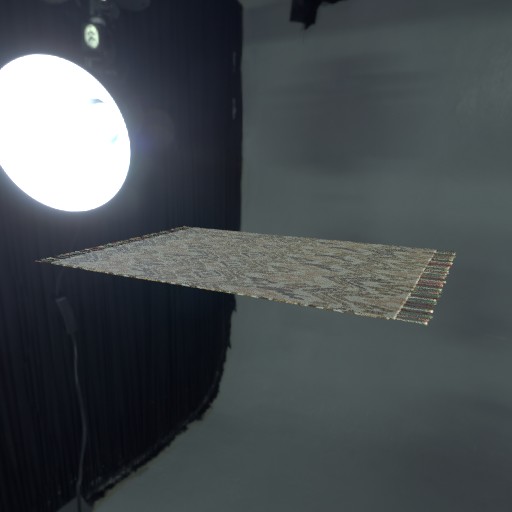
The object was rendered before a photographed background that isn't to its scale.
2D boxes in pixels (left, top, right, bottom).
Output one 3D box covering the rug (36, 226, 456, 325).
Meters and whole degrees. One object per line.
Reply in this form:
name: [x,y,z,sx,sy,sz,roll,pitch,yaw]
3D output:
rug: [0.000,0.000,2.287,1.829,0.008,1.219,7,15,27]
